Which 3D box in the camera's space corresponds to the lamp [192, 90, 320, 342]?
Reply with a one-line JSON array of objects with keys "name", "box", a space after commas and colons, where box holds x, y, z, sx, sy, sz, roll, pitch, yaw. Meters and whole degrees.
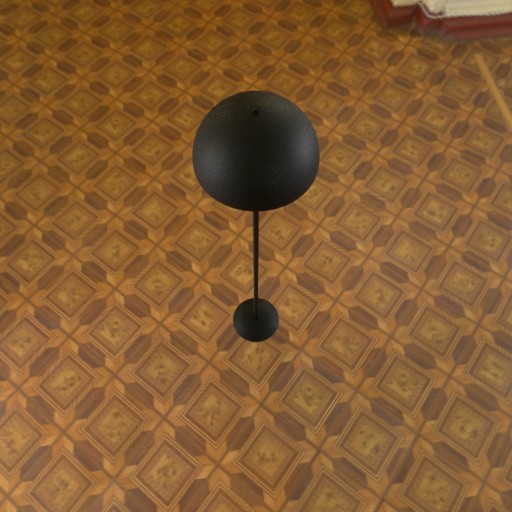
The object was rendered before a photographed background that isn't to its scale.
[{"name": "lamp", "box": [0.000, 0.000, 1.656, 0.328, 1.480, 0.328, 34, 68, 16]}]
